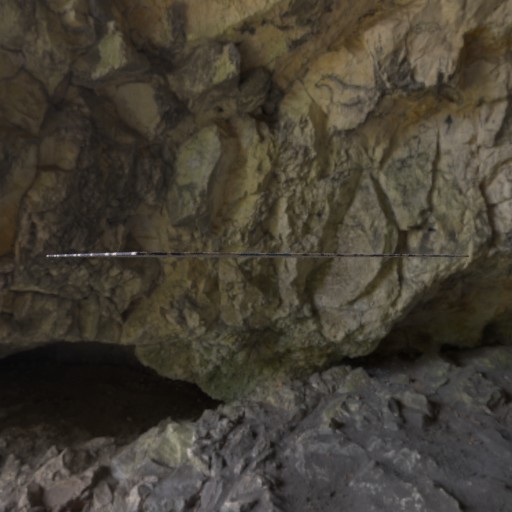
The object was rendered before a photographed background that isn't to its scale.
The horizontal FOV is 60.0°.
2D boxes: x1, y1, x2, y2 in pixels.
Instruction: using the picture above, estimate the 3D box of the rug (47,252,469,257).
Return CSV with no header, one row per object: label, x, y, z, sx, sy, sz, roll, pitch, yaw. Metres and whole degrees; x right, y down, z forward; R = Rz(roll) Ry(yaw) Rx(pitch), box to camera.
rug,0.000,0.000,2.932,2.261,0.013,1.676,0,0,-35
